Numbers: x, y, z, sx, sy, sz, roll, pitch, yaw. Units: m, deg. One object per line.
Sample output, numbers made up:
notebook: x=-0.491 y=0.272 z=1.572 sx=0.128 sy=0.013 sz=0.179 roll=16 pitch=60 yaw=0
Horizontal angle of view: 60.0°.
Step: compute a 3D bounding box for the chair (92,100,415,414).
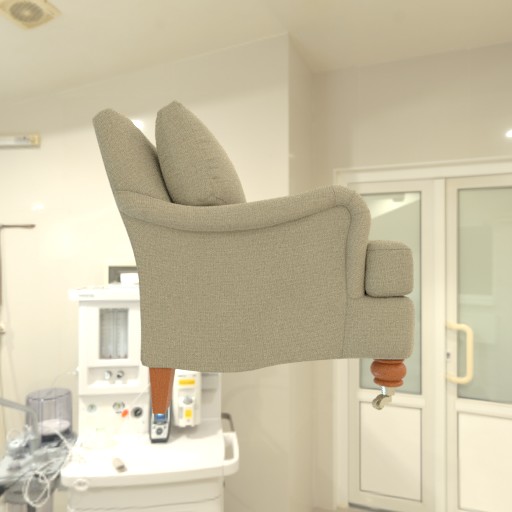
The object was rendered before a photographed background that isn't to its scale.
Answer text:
chair: x=0.000 y=0.000 z=1.862 sx=1.070 sy=1.038 sz=0.955 roll=0 pitch=0 yaw=1
